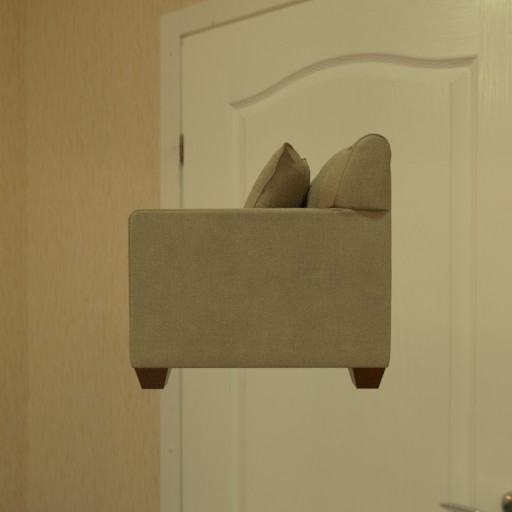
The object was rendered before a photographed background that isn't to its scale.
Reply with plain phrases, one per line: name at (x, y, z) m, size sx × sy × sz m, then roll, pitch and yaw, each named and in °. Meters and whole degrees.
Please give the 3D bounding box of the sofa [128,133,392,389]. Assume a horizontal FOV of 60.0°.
sofa at (0.000, 0.000, 2.581) m, size 0.997 × 0.958 × 2.024 m, roll 0°, pitch 1°, yaw 0°
